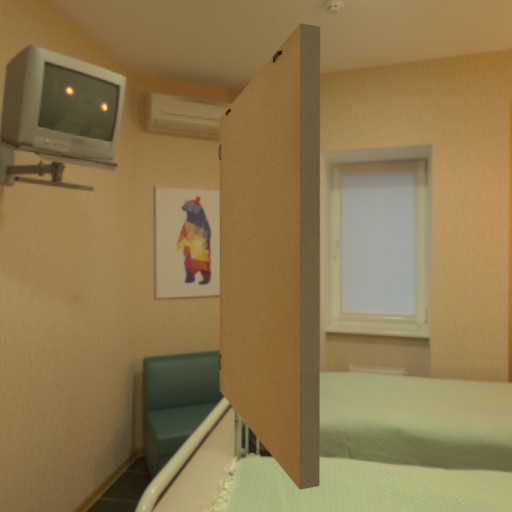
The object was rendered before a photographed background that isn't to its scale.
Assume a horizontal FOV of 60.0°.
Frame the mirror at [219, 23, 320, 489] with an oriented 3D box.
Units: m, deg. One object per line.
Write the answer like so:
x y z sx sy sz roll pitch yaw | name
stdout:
0.000 0.000 0.919 0.039 0.710 0.507 0 1 -19 | mirror
